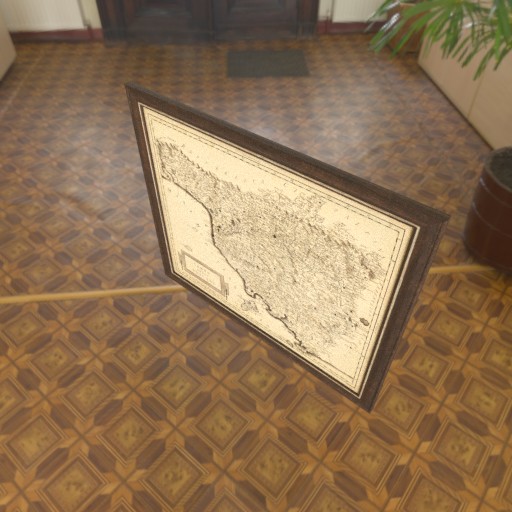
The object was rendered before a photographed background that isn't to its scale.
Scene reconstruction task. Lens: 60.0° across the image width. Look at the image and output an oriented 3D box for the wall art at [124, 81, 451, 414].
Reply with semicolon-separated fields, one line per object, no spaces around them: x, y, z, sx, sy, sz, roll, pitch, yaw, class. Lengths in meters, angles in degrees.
0.000;0.000;1.459;1.033;0.875;0.023;30;52;26;wall art
